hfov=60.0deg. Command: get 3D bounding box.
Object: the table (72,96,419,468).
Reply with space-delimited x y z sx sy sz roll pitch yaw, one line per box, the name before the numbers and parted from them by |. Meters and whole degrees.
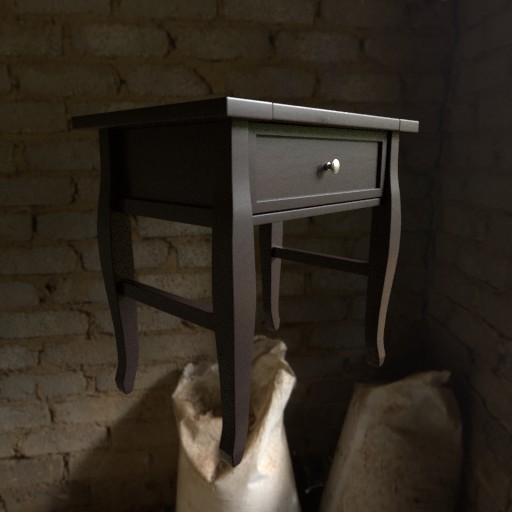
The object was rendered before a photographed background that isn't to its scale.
table | 0.000 0.000 1.021 0.460 0.605 0.602 12 17 42
